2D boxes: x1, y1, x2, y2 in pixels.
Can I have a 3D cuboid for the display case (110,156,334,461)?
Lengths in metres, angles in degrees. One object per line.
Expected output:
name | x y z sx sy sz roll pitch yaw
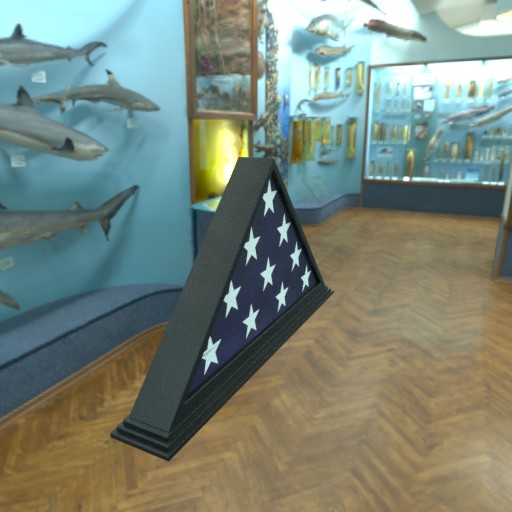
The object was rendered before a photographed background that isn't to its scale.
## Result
display case | 0.000 0.000 0.781 0.095 0.340 0.640 8 18 26
